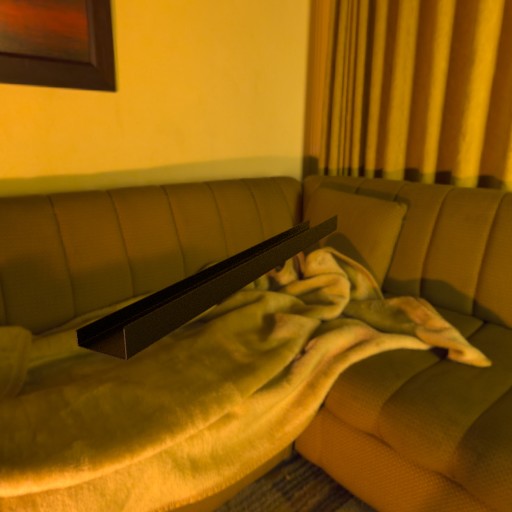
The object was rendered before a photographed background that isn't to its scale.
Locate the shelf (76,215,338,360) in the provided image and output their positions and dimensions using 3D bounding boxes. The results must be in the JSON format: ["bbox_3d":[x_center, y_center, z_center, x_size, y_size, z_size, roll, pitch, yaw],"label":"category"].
[{"bbox_3d":[0.000,0.000,0.992,0.092,0.049,0.924,8,17,26],"label":"shelf"}]
